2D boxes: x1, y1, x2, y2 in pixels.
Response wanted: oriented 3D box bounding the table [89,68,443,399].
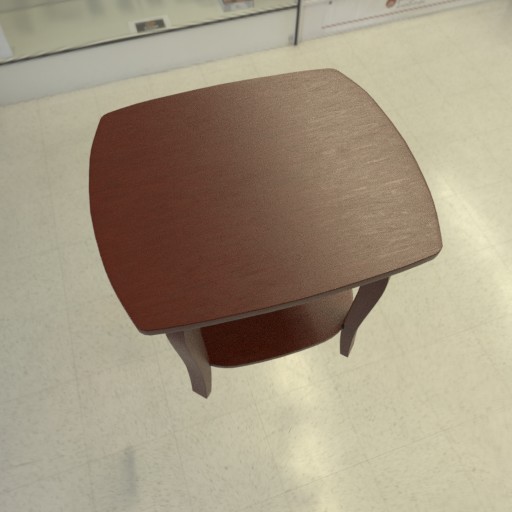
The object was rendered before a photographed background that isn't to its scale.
[{"bbox_3d":[0.000,0.000,0.892,0.502,0.496,0.433,-14,61,-8],"label":"table"}]
